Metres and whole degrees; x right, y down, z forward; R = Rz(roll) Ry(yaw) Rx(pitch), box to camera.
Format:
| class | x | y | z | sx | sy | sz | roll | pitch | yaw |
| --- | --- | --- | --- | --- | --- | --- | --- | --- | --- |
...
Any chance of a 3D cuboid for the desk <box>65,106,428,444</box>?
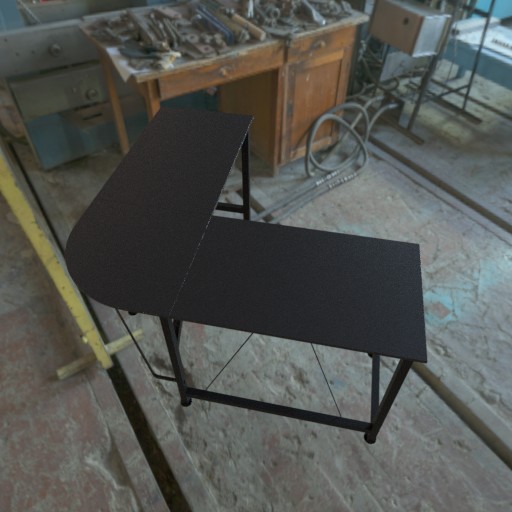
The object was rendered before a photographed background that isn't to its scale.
| class | x | y | z | sx | sy | sz | roll | pitch | yaw |
| --- | --- | --- | --- | --- | --- | --- | --- | --- | --- |
| desk | 0.000 | 0.000 | 2.248 | 1.400 | 0.762 | 1.400 | 9 | 47 | 8 |
